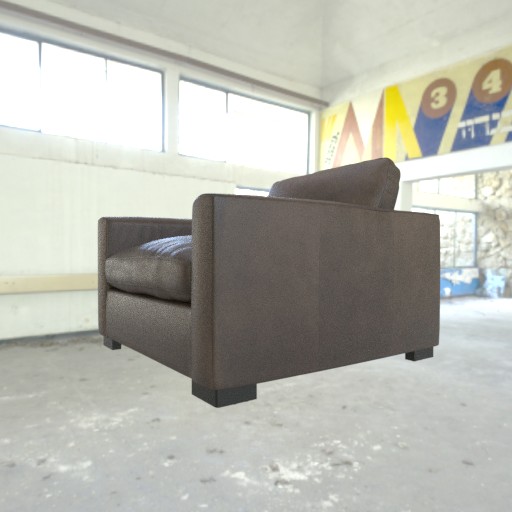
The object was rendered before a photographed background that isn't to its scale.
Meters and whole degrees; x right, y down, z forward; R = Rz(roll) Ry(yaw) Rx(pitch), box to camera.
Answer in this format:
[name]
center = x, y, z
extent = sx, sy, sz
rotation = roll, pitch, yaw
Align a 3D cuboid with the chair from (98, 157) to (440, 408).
[chair]
center = 0.000, 0.000, 1.874
extent = 1.069, 0.812, 1.100
rotation = 0, 0, -35
